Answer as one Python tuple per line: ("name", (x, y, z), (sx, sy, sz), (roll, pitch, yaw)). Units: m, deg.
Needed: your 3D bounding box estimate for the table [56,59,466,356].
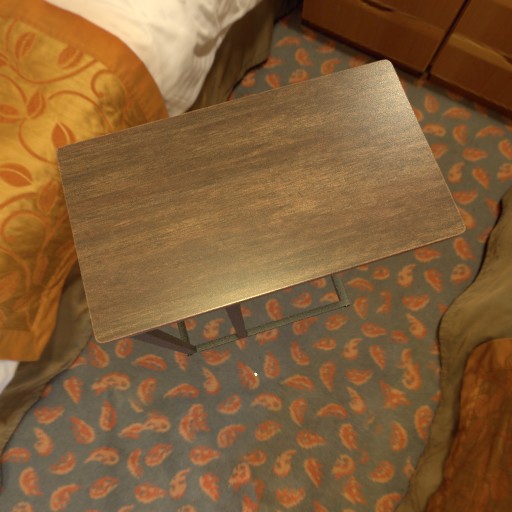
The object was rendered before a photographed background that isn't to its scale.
("table", (0.000, 0.000, 0.849), (0.450, 0.637, 0.254), (-17, 76, -4))
